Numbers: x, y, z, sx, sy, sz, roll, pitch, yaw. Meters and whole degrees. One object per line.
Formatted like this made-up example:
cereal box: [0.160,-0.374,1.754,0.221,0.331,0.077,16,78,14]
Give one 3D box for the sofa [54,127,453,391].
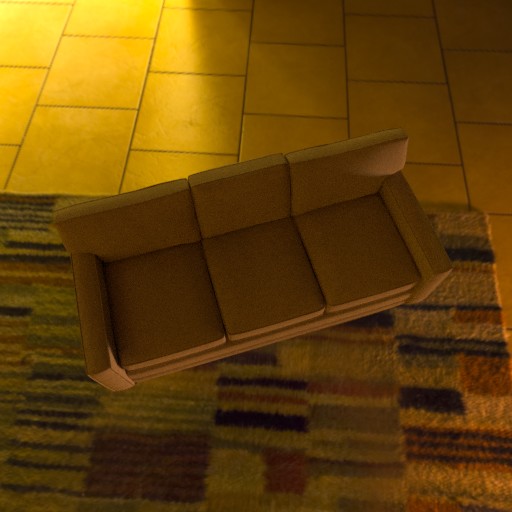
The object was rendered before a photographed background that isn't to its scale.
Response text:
sofa: [0.000,0.000,2.683,2.093,0.862,0.936,-15,65,-7]
